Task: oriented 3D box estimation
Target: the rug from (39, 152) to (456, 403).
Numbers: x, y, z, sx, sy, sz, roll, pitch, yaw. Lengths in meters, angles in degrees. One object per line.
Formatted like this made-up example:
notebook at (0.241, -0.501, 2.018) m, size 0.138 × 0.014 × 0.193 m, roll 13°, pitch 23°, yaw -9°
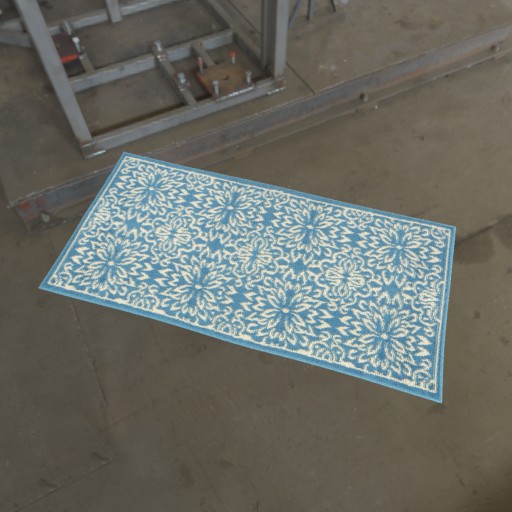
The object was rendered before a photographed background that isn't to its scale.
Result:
rug at (0.000, 0.000, 1.426) m, size 1.219 × 0.007 × 0.604 m, roll 14°, pitch 59°, yaw 9°
